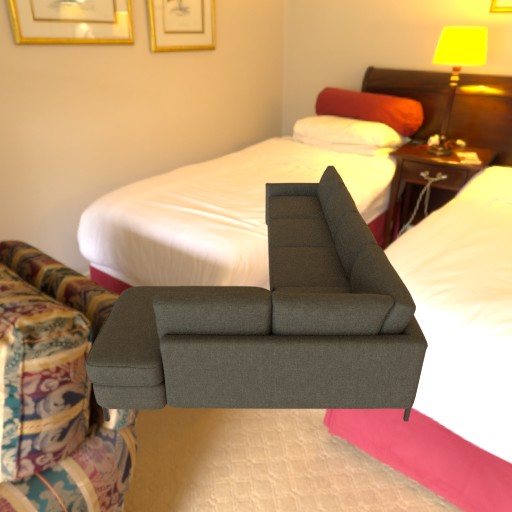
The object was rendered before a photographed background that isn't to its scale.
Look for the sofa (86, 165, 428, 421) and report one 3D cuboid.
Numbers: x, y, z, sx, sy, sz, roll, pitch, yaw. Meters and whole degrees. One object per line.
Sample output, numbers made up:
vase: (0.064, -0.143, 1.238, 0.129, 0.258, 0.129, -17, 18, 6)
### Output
sofa: (0.000, 0.000, 3.852, 1.984, 0.858, 2.972, 0, 27, 0)
